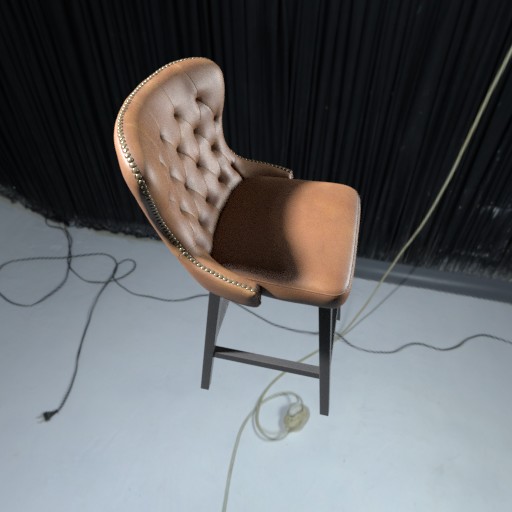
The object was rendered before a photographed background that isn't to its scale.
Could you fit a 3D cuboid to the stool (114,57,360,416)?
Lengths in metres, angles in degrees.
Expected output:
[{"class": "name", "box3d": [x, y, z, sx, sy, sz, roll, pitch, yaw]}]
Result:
[{"class": "stool", "box3d": [0.000, 0.000, 1.314, 0.593, 0.971, 0.528, 9, 47, 9]}]
